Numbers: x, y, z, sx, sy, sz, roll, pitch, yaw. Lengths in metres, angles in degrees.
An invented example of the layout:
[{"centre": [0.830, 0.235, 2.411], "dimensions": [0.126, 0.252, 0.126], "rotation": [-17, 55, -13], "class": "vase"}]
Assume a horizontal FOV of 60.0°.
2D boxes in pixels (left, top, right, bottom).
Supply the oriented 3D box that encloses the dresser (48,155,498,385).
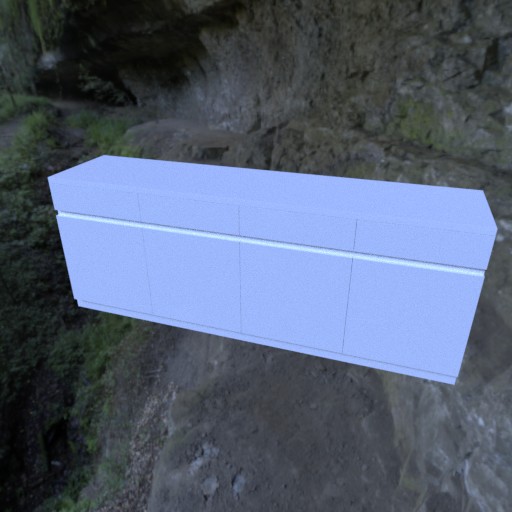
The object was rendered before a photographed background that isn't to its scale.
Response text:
[{"centre": [0.000, 0.000, 2.481], "dimensions": [2.200, 0.840, 0.500], "rotation": [9, 28, 16], "class": "dresser"}]
